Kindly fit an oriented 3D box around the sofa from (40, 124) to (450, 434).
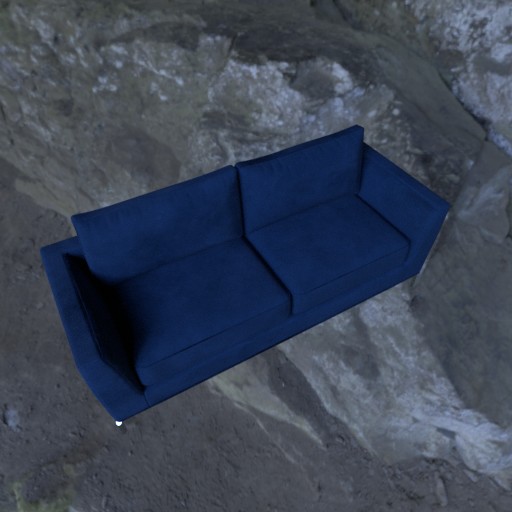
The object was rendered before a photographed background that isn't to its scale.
[{"bbox_3d":[0.000,0.000,2.676,2.212,0.998,0.853,-22,50,-20],"label":"sofa"}]
